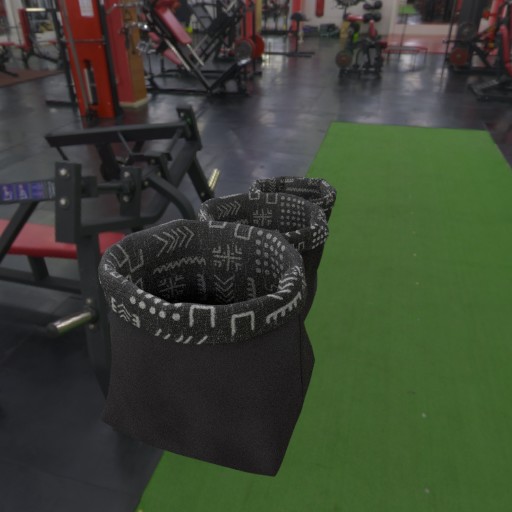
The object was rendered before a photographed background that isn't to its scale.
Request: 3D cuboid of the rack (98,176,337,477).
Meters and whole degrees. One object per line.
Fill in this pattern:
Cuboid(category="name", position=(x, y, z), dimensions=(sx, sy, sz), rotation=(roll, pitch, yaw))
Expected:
Cuboid(category="rack", position=(0.000, 0.000, 1.075), dimensions=(0.379, 0.323, 0.905), rotation=(9, 32, 15))
